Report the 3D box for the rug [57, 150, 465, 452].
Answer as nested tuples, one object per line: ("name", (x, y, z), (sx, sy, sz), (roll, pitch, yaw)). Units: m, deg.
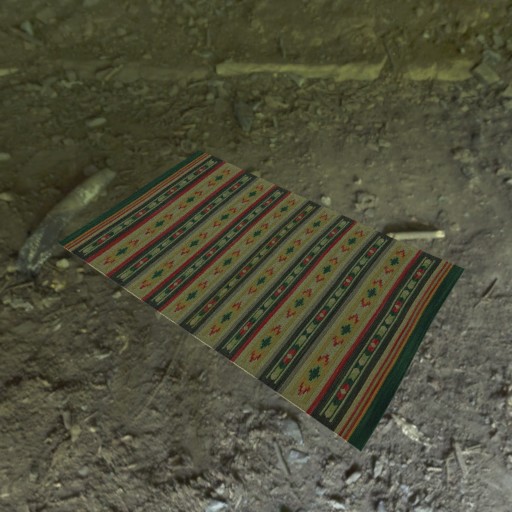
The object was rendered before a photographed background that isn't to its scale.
("rug", (0.000, 0.000, 3.107), (2.447, 0.011, 1.520), (28, 52, 25))
